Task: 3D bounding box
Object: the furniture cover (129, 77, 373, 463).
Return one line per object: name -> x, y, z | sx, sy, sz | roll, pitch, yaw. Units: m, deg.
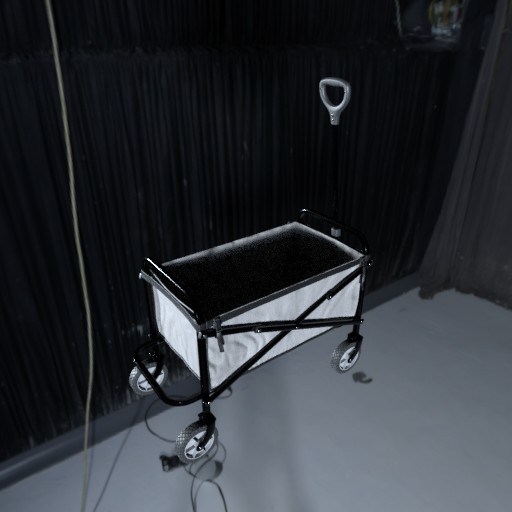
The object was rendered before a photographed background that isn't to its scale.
furniture cover -> 0.000, 0.000, 1.786 | 1.038, 1.295, 0.532 | -19, 34, -32
